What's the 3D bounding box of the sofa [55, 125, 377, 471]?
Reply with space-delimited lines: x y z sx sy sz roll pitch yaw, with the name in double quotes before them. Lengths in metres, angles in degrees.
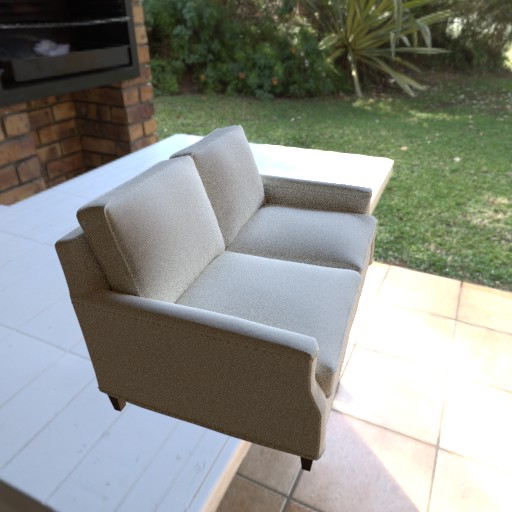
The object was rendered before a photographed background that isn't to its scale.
"sofa" 0.000 0.000 2.265 1.084 1.003 1.597 10 31 17
